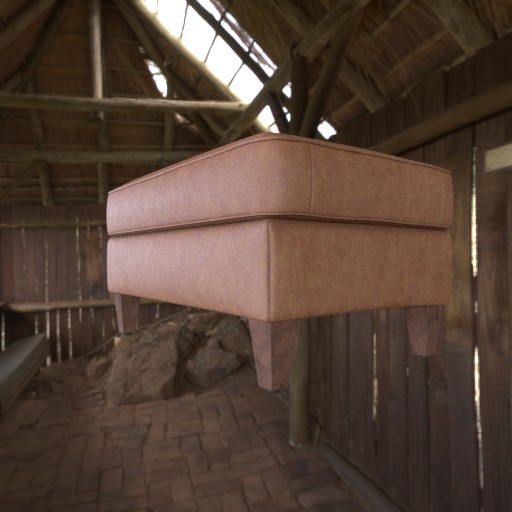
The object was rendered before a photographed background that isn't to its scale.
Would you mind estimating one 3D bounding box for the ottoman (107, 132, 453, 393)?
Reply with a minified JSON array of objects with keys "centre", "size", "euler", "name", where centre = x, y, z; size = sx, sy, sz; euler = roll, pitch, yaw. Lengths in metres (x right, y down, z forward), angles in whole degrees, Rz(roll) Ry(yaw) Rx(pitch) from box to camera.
[{"centre":[0.000,0.000,1.206],"size":[0.584,0.483,0.864],"euler":[0,0,-36],"name":"ottoman"}]
